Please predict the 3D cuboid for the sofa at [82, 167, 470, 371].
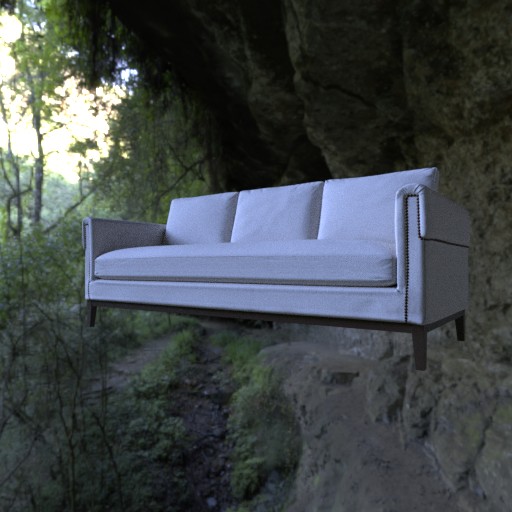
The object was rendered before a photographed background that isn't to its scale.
[{"bbox_3d":[0.000,0.000,2.628,2.198,0.911,0.902,-1,-2,35],"label":"sofa"}]
